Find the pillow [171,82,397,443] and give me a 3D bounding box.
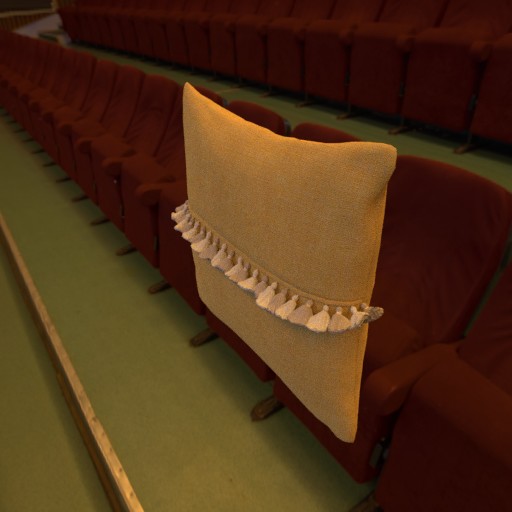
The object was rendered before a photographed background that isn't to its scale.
[{"bbox_3d":[0.000,0.000,0.741,0.167,0.481,0.485,-20,37,-30],"label":"pillow"}]
